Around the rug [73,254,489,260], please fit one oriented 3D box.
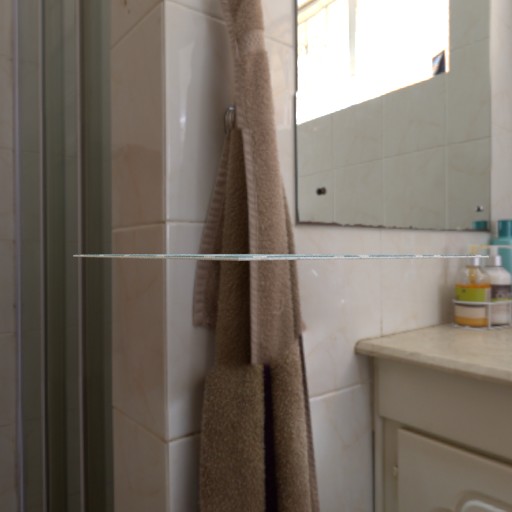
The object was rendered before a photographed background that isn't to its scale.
[{"bbox_3d":[0.000,0.000,4.099,2.466,0.021,3.049,0,0,-36],"label":"rug"}]
